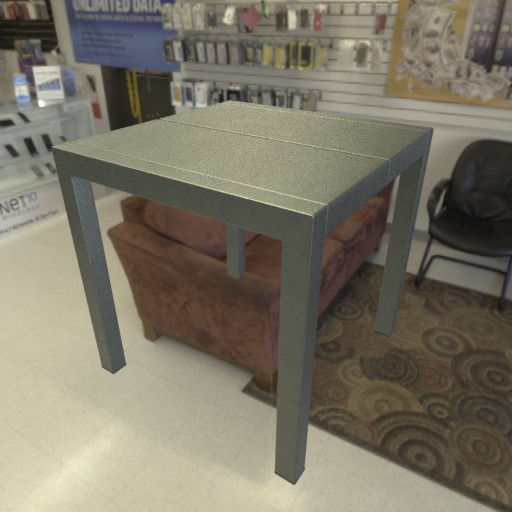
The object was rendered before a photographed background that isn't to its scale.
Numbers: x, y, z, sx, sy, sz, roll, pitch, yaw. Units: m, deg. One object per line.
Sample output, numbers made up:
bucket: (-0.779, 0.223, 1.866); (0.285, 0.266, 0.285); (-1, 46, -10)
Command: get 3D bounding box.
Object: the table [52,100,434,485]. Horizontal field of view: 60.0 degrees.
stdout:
table: (0.000, 0.000, 0.943); (0.508, 0.508, 0.508); (19, 35, 29)
